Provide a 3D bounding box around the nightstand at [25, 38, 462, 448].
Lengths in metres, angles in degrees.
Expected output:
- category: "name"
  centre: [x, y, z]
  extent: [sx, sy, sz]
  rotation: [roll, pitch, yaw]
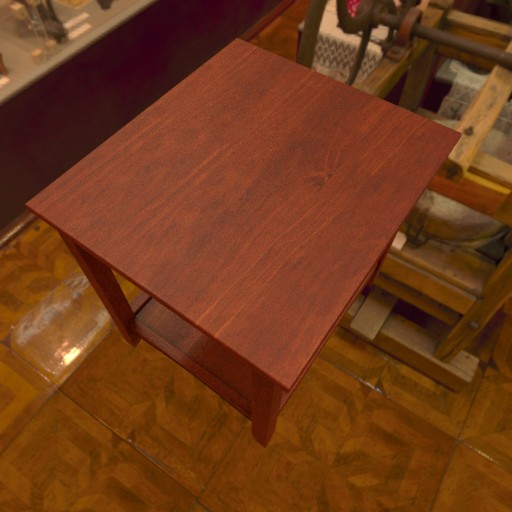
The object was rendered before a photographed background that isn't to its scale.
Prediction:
- category: "nightstand"
  centre: [0.000, 0.000, 0.977]
  extent: [0.501, 0.558, 0.558]
  rotation: [31, 63, 18]
